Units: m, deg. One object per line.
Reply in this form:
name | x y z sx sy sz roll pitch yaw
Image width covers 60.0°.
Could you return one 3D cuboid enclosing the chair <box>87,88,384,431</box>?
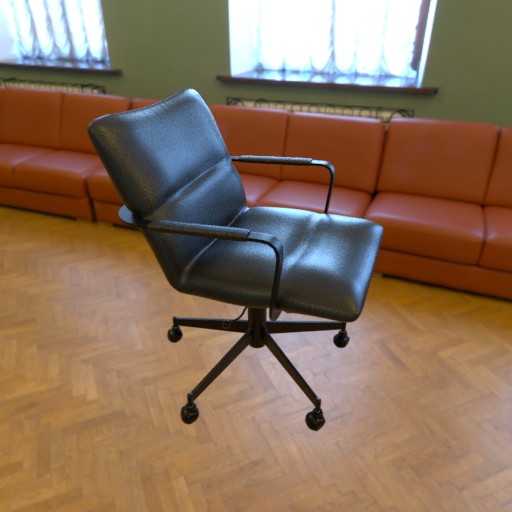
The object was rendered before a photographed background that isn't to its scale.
chair | 0.000 0.000 1.442 0.748 0.922 0.719 10 31 18
